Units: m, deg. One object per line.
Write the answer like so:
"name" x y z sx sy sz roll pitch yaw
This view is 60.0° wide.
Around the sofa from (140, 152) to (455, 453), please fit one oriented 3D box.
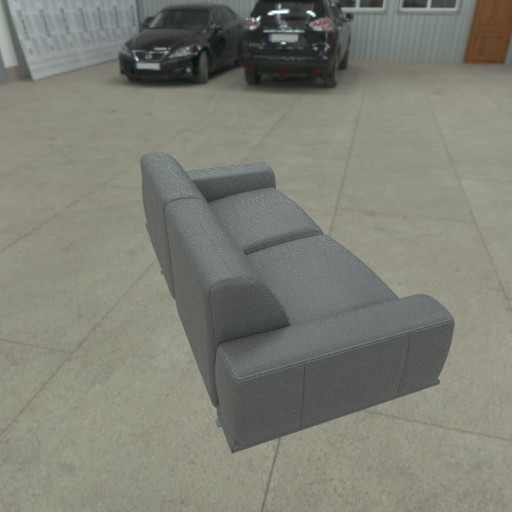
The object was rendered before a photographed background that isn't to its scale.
"sofa" 0.000 0.000 2.304 0.900 0.772 1.901 -11 32 -18
